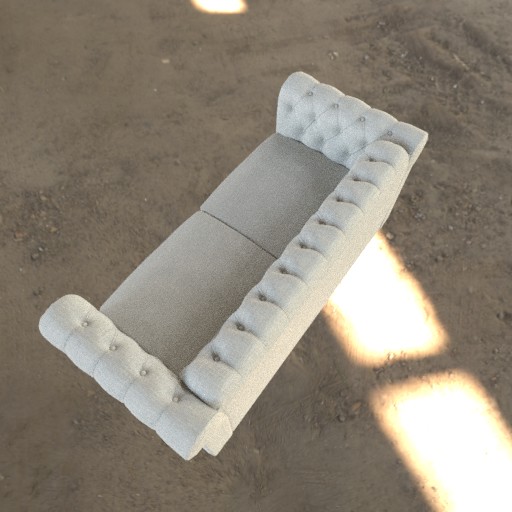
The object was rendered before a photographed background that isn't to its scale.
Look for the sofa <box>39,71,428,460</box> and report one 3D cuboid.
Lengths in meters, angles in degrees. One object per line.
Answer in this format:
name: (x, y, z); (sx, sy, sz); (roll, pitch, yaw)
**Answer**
sofa: (0.000, 0.000, 2.203); (0.783, 0.797, 1.798); (33, 66, 17)
